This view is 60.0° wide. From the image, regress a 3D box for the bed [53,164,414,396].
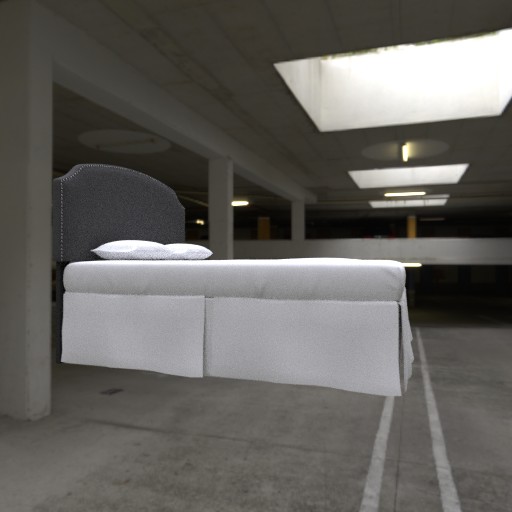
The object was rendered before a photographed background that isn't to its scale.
[{"bbox_3d":[0.000,0.000,2.980,1.999,1.270,1.558,0,-1,19],"label":"bed"}]
